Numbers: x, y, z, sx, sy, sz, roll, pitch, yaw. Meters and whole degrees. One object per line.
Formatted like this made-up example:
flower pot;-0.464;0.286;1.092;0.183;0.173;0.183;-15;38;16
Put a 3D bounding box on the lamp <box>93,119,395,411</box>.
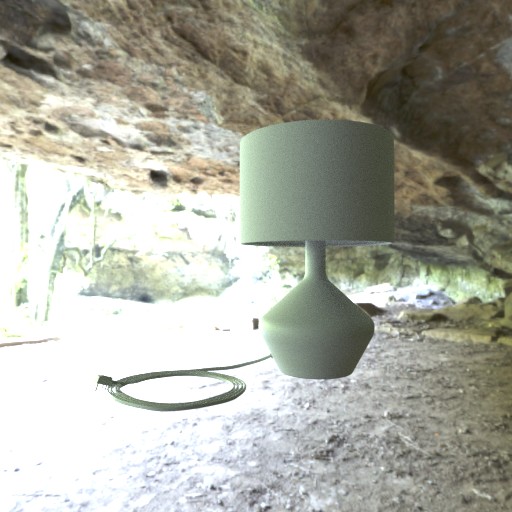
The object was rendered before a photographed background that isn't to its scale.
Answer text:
lamp;0.000;0.000;0.845;0.546;0.457;0.401;0;-1;-1
